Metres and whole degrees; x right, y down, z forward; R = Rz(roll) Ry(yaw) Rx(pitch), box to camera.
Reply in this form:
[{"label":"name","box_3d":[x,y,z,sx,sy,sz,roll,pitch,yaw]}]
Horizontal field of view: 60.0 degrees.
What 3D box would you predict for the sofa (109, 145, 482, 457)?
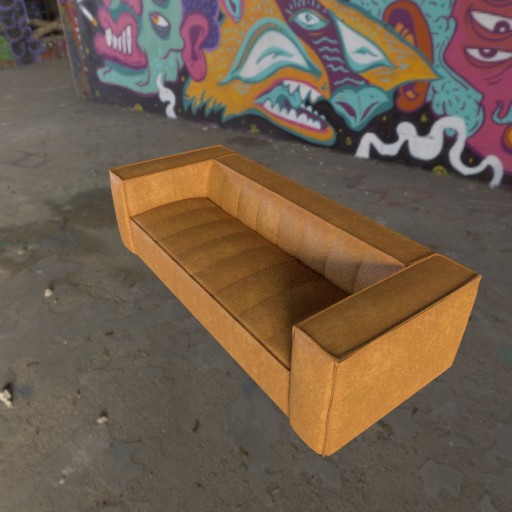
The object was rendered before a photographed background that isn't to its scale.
[{"label":"sofa","box_3d":[0.000,0.000,3.043,1.102,0.701,2.581,-21,38,-30]}]
